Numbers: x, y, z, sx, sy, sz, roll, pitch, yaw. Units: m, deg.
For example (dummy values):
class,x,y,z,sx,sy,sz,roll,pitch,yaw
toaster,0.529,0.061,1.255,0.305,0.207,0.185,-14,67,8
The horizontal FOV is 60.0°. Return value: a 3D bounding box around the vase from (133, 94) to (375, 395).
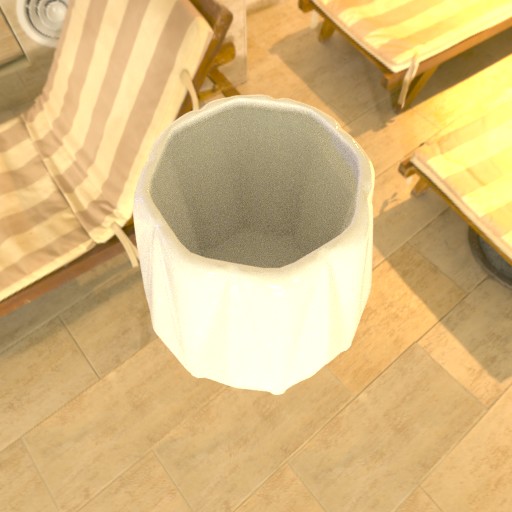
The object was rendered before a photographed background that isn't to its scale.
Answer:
class,x,y,z,sx,sy,sz,roll,pitch,yaw
vase,0.000,0.000,0.259,0.141,0.152,0.141,0,62,0
